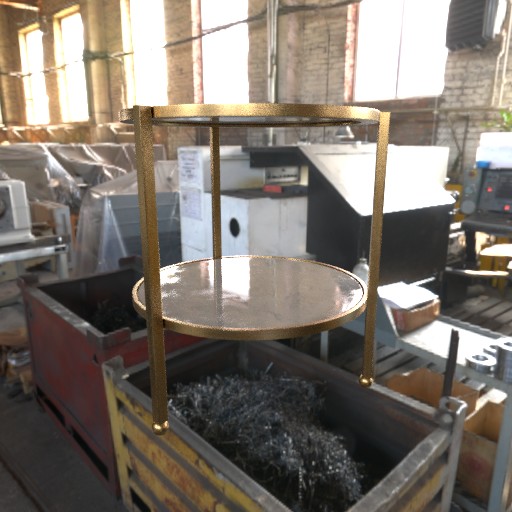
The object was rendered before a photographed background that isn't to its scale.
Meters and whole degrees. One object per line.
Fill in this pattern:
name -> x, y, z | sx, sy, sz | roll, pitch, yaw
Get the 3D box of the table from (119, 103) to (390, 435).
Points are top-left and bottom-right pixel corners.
table -> 0.000, 0.000, 0.440 | 0.243, 0.269, 0.231 | 2, 14, 9
